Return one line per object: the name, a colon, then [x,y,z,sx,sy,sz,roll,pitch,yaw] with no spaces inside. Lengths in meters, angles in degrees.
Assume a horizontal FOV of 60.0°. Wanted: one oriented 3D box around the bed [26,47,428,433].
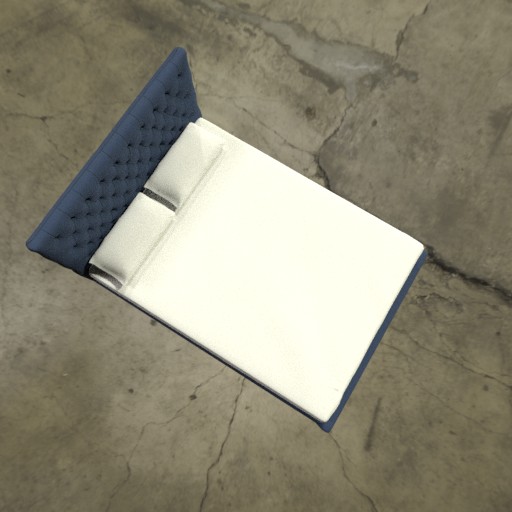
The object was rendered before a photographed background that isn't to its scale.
bed: [0.000,0.000,3.440,2.387,1.427,1.706,31,79,7]
